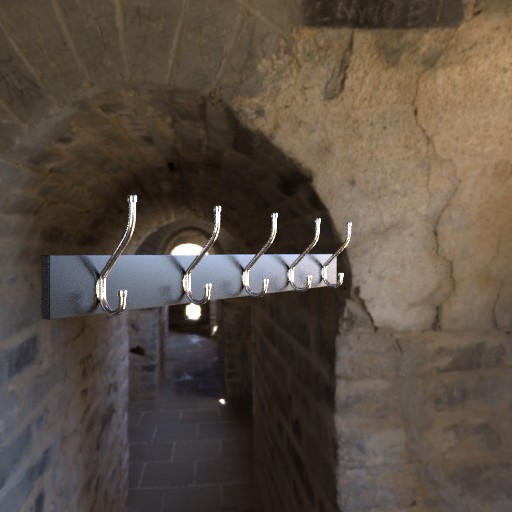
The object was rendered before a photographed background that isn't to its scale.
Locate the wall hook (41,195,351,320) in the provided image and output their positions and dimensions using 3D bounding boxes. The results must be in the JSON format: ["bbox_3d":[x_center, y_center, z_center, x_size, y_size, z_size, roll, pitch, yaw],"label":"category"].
[{"bbox_3d":[0.000,0.000,0.621,0.071,0.117,0.571,0,0,37],"label":"wall hook"}]
